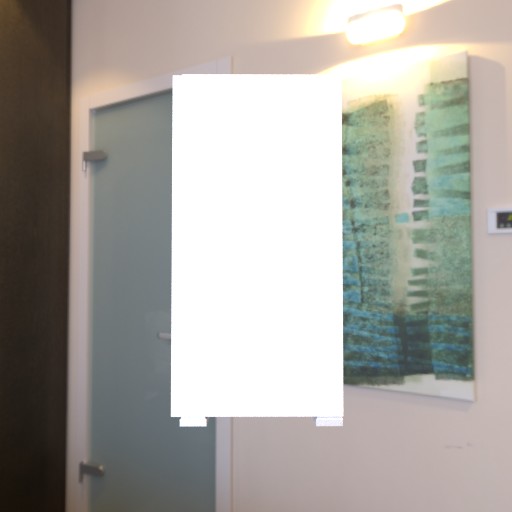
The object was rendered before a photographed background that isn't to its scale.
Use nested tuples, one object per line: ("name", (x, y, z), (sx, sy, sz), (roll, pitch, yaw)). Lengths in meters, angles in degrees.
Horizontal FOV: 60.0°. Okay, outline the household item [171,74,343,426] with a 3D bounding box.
("household item", (0.000, 0.000, 1.741), (0.420, 0.867, 1.300), (0, -2, 0))
